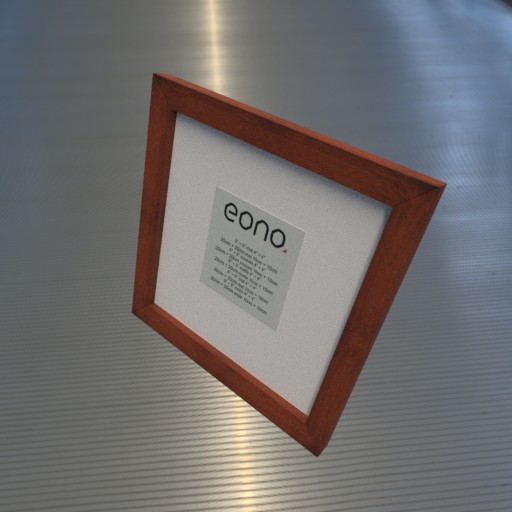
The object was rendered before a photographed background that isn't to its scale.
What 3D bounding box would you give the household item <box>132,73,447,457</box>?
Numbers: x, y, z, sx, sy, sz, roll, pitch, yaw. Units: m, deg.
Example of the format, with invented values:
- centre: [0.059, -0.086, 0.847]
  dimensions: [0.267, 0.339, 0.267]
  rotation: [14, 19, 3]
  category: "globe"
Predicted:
- centre: [0.000, 0.000, 0.380]
  dimensions: [0.240, 0.240, 0.131]
  rotation: [30, 53, 26]
  category: "household item"
